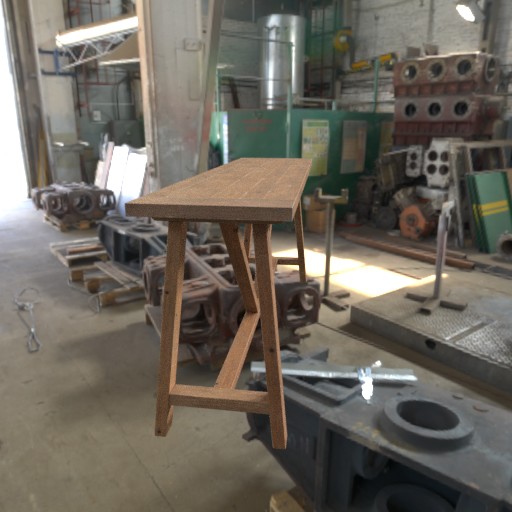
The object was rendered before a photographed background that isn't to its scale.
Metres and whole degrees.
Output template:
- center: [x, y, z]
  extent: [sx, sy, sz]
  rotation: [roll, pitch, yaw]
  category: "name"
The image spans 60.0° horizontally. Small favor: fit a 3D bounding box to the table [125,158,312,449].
- center: [0.000, 0.000, 2.161]
  extent: [0.465, 0.810, 1.800]
  rotation: [2, 17, 8]
  category: "table"
